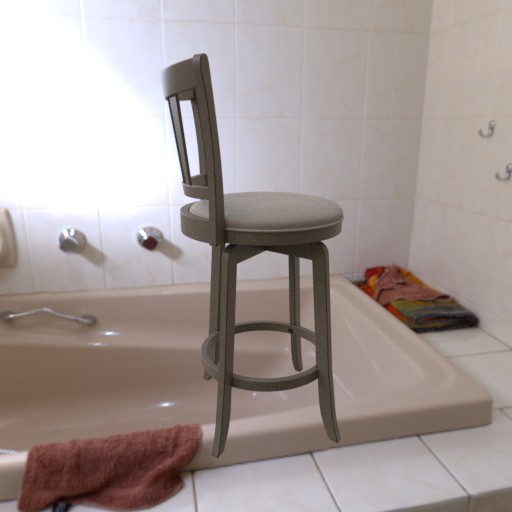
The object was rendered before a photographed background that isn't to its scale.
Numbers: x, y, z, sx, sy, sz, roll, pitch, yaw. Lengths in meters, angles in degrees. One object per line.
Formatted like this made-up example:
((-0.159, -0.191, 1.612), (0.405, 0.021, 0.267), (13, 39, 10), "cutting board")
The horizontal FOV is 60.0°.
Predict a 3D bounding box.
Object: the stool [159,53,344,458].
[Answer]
((0.000, 0.000, 1.268), (0.486, 0.994, 0.450), (-3, 16, -10), "stool")
